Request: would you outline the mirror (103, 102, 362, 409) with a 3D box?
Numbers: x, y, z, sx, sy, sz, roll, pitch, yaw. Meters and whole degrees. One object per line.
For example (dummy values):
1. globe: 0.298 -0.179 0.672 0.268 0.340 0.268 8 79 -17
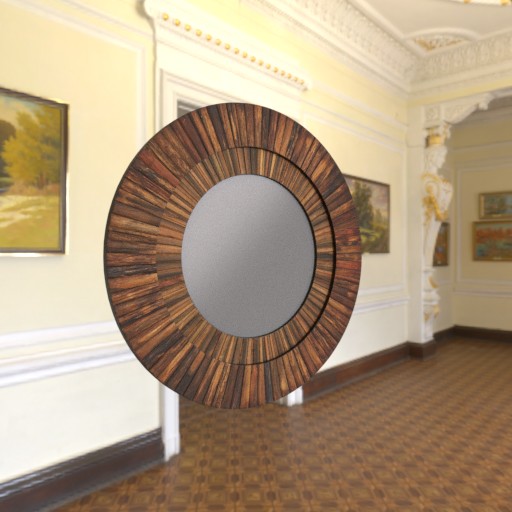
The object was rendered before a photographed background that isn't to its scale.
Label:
1. mirror: 0.000 0.000 1.601 1.077 1.077 0.036 0 0 -35
